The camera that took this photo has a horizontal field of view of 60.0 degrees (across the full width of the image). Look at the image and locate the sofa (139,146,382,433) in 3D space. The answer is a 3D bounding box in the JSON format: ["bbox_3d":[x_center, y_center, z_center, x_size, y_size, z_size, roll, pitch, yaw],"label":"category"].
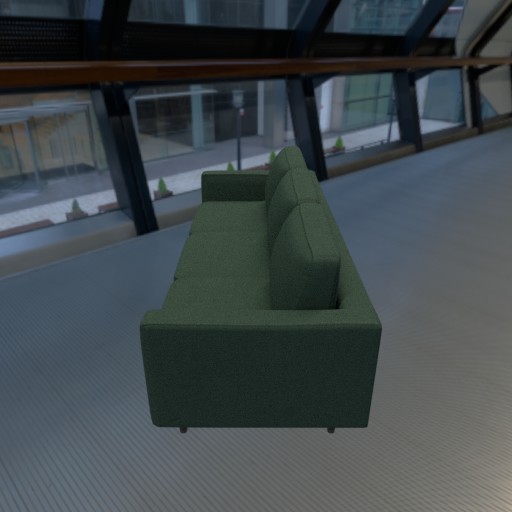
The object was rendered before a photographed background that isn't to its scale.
[{"bbox_3d":[0.000,0.000,2.532,0.879,0.899,2.029,0,26,0],"label":"sofa"}]
